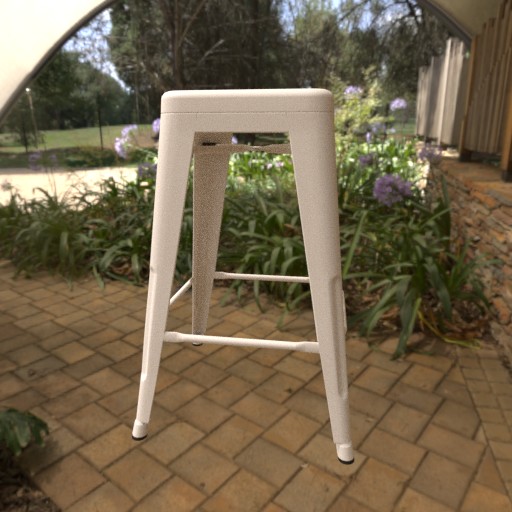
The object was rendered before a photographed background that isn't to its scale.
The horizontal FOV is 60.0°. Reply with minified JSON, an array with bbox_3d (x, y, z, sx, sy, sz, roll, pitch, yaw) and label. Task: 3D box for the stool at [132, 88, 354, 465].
[{"bbox_3d":[0.000,0.000,0.896,0.406,0.610,0.406,2,16,9],"label":"stool"}]
